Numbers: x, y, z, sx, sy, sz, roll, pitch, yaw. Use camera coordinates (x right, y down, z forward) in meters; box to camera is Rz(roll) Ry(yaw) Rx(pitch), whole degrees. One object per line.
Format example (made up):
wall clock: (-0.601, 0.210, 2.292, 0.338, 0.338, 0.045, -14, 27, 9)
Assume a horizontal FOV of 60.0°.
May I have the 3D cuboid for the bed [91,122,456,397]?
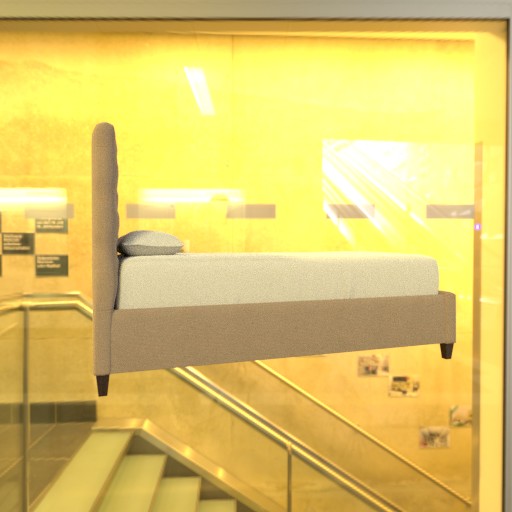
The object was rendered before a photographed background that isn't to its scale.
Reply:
bed: (0.000, 0.000, 3.460, 2.387, 1.427, 1.698, 0, 1, -20)
